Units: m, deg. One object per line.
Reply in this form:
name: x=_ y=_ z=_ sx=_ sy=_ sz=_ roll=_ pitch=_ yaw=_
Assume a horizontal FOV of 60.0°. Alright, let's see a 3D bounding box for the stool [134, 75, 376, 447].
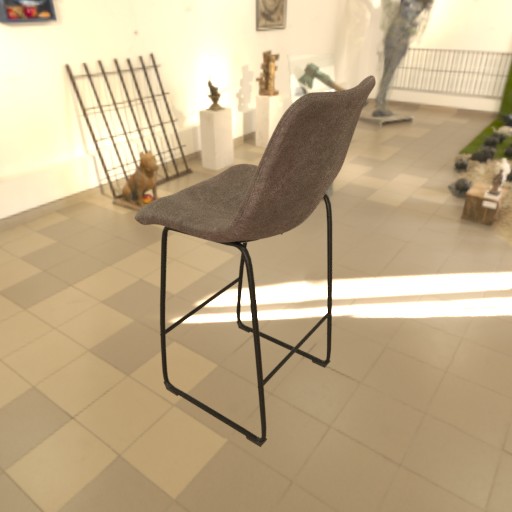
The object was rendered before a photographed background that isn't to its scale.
stool: x=0.000 y=0.000 z=1.414 sx=0.561 sy=1.082 sz=0.514 roll=19 pitch=35 yaw=30
